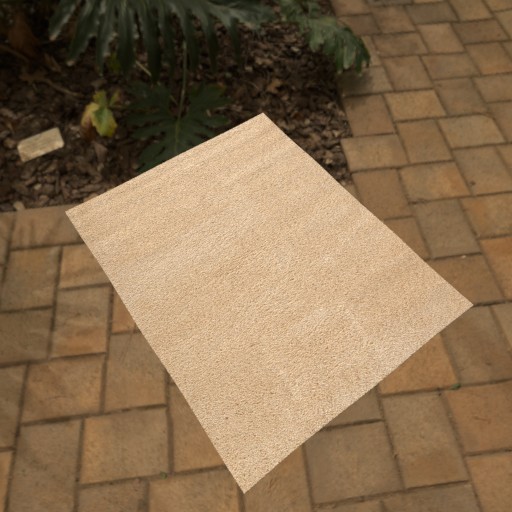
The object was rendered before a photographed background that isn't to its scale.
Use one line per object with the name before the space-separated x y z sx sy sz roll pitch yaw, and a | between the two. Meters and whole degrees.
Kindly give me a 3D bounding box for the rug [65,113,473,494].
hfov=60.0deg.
rug | 0.000 0.000 4.047 2.400 0.025 3.000 -32 63 -18
